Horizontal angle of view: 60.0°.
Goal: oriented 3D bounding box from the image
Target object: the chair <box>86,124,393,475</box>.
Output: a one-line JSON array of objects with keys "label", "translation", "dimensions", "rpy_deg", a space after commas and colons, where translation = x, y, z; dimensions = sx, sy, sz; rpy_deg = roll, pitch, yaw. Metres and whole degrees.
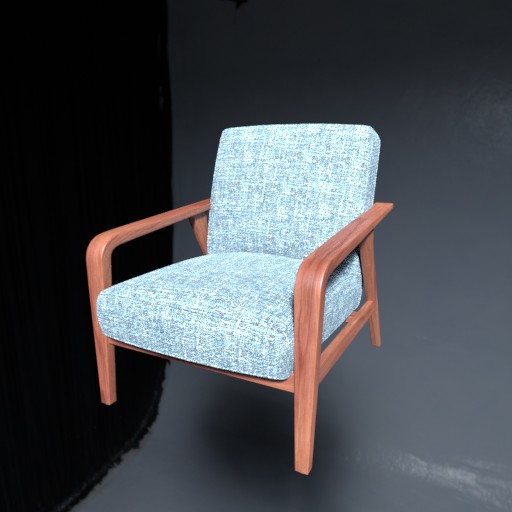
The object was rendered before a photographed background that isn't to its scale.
[{"label": "chair", "translation": [0.000, 0.000, 1.473], "dimensions": [0.719, 0.864, 0.889], "rpy_deg": [7, 16, 27]}]
